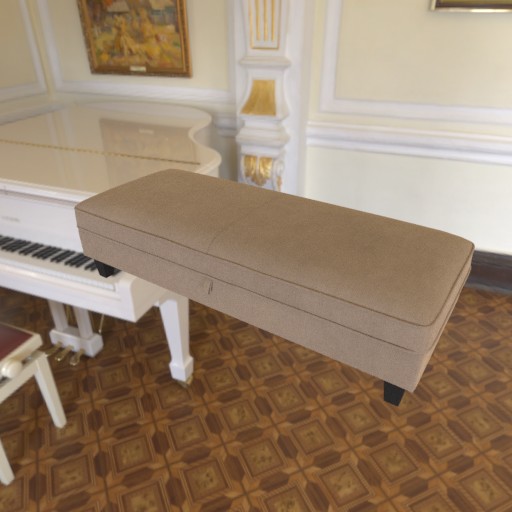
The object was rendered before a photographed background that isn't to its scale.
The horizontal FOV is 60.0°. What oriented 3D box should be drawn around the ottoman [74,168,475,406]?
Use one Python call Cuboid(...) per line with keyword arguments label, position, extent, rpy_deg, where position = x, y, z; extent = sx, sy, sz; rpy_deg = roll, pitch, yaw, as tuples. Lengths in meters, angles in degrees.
Cuboid(label="ottoman", position=(0.000, 0.000, 2.052), extent=(1.726, 0.460, 0.735), rpy_deg=(18, 34, 29))
